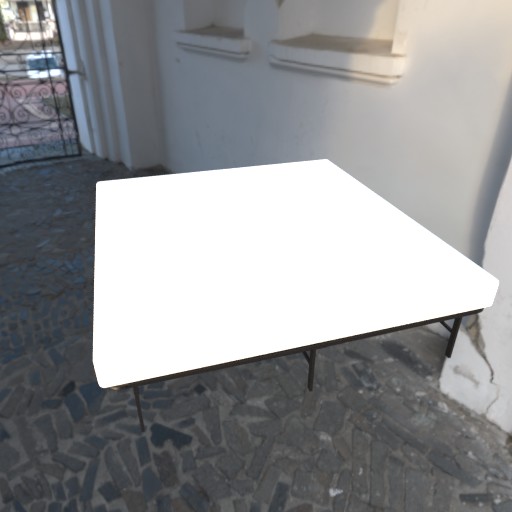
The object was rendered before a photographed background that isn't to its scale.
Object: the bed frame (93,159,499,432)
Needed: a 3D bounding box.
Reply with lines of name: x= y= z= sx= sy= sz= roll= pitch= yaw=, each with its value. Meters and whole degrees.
bed frame: x=0.000 y=0.000 z=2.917 sx=1.935 sy=0.525 sz=2.033 roll=-9 pitch=31 yaw=-15
